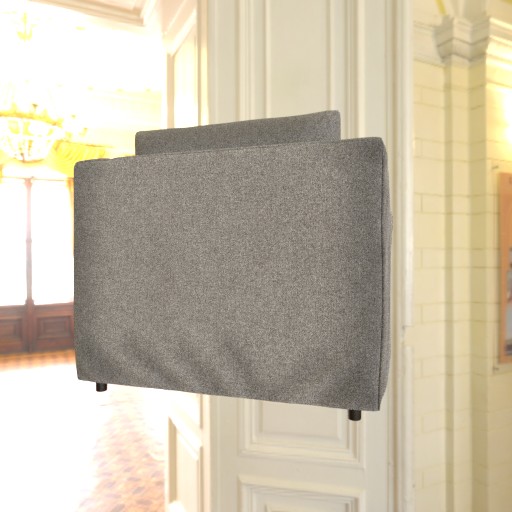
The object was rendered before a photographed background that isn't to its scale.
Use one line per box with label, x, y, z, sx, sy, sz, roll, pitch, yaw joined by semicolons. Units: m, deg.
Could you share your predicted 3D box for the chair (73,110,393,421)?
chair;0.000;0.000;2.037;1.194;1.059;1.071;0;0;18
